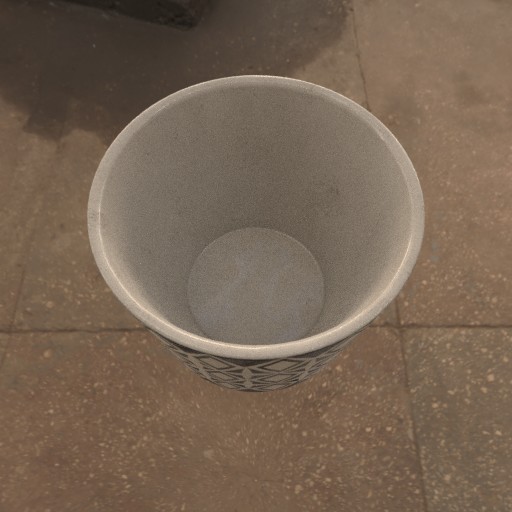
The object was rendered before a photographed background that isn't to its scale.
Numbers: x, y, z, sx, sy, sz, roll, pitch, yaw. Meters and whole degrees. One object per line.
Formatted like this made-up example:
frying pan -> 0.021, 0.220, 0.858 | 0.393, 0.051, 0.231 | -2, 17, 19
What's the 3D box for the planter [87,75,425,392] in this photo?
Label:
planter -> 0.000, 0.000, 0.443 | 0.260, 0.220, 0.260 | 0, 63, 0
